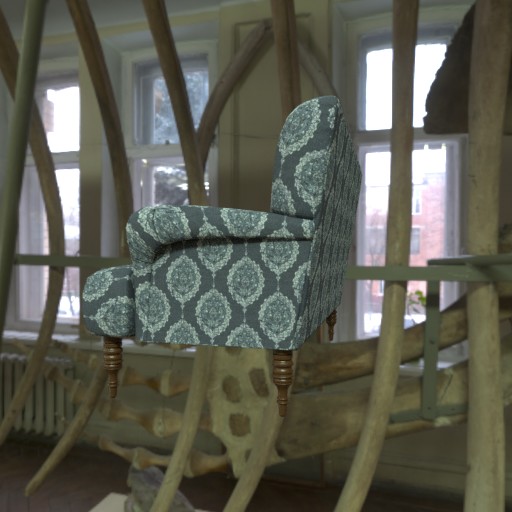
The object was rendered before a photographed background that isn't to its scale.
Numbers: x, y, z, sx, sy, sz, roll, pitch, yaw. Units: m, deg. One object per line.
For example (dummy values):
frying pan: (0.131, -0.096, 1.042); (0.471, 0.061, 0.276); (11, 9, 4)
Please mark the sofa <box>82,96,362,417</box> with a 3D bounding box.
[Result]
sofa: (0.000, 0.000, 1.798); (0.779, 0.867, 1.297); (0, 1, 17)
